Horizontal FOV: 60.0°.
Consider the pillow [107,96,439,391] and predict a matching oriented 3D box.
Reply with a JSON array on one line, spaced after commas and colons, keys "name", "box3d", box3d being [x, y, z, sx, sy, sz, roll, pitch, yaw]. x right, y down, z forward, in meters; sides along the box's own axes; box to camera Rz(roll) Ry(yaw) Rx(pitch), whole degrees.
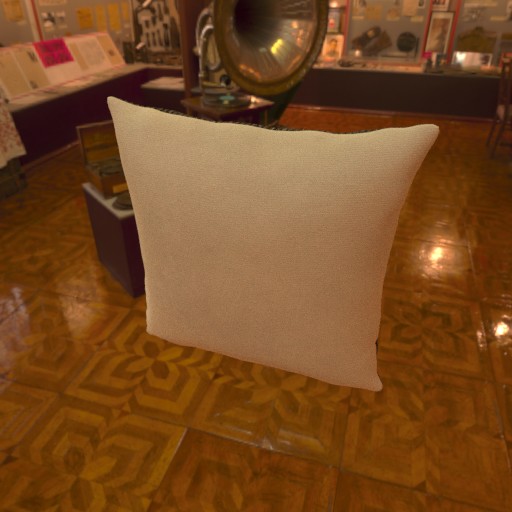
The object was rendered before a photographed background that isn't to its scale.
[{"name": "pillow", "box3d": [0.000, 0.000, 0.665, 0.433, 0.434, 0.196, 10, 34, 16]}]
